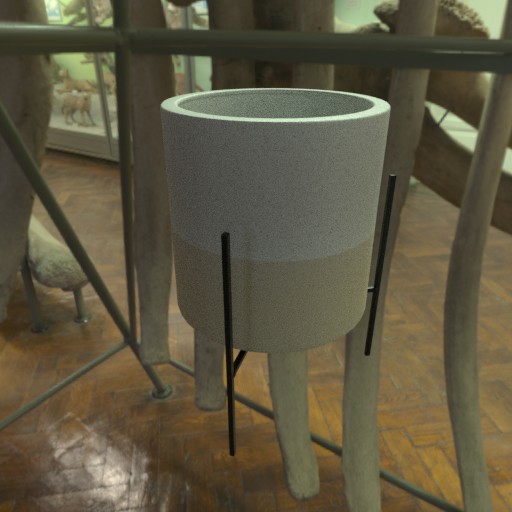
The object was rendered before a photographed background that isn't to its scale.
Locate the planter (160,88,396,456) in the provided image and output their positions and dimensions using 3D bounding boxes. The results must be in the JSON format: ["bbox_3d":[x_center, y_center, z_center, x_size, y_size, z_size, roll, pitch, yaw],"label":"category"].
[{"bbox_3d":[0.000,0.000,0.543,0.267,0.362,0.263,18,32,31],"label":"planter"}]
